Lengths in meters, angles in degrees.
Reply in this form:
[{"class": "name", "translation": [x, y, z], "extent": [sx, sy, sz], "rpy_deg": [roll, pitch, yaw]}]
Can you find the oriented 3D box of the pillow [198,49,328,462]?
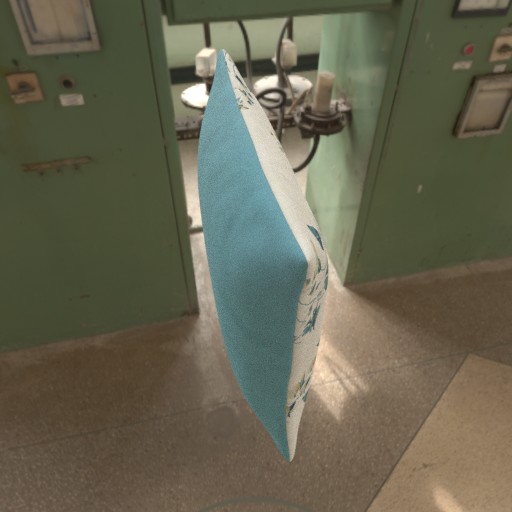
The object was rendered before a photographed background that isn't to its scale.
[{"class": "pillow", "translation": [0.000, 0.000, 0.771], "extent": [0.166, 0.507, 0.526], "rpy_deg": [-9, 46, -8]}]
